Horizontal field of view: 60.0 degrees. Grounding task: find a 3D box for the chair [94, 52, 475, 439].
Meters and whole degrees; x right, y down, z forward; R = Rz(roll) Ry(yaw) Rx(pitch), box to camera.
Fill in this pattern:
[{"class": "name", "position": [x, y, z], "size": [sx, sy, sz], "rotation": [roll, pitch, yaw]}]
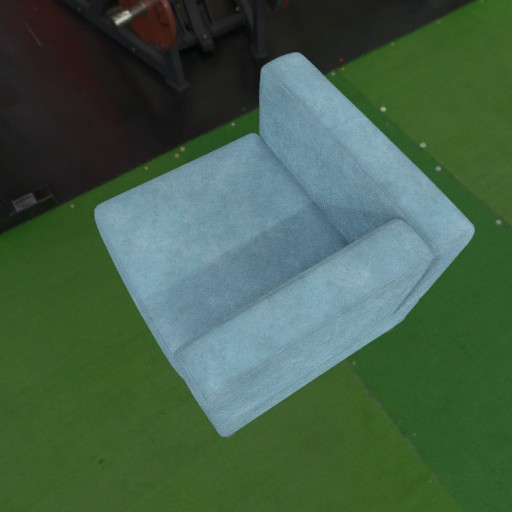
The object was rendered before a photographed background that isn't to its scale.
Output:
[{"class": "chair", "position": [0.000, 0.000, 1.228], "size": [0.684, 0.660, 0.691], "rotation": [-29, 66, -14]}]
